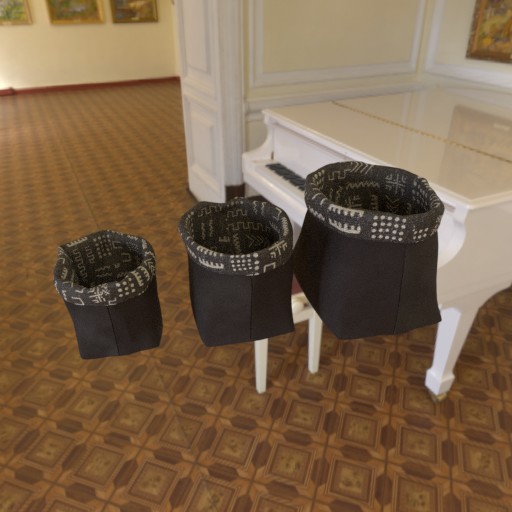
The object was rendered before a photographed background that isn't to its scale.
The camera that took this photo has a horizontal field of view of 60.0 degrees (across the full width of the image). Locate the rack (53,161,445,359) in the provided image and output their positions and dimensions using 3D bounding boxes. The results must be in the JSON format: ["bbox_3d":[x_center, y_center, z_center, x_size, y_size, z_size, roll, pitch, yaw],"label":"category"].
[{"bbox_3d":[0.000,0.000,1.073,0.905,0.323,0.379,-7,32,-12],"label":"rack"}]
